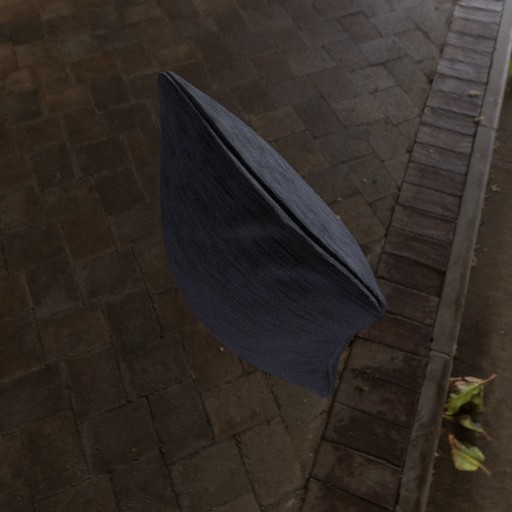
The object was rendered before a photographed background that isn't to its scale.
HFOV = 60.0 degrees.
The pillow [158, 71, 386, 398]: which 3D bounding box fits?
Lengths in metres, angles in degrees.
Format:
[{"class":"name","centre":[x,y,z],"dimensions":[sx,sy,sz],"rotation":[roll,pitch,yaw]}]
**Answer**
[{"class":"pillow","centre":[0.000,0.000,0.689],"dimensions":[0.246,0.414,0.432],"rotation":[-32,66,-16]}]
